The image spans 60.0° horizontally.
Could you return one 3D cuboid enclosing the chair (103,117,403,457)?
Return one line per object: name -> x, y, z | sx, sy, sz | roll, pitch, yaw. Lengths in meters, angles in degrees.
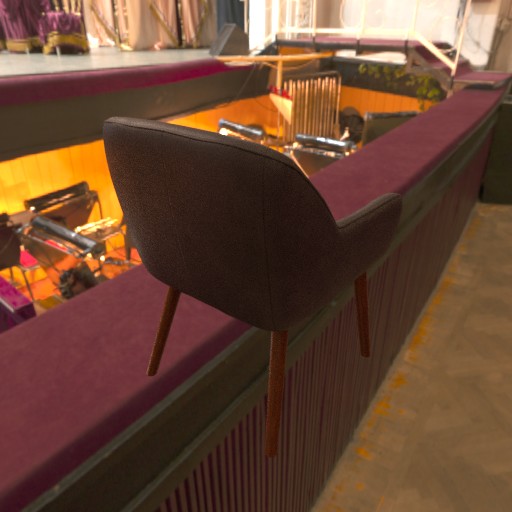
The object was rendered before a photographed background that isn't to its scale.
chair -> 0.000, 0.000, 1.277 | 0.610, 0.828, 0.610 | 20, 34, 33
